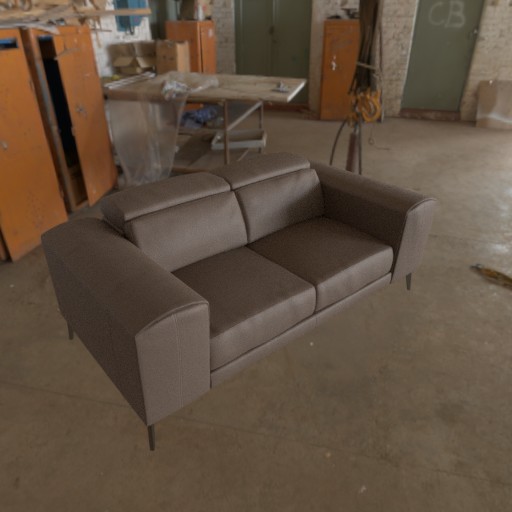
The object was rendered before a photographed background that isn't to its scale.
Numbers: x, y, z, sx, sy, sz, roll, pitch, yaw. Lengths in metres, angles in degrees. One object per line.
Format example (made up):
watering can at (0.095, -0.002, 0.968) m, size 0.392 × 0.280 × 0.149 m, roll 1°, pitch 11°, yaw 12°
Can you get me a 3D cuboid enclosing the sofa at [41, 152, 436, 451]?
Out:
sofa at (0.000, 0.000, 2.417) m, size 1.895 × 0.779 × 1.003 m, roll -22°, pitch 36°, yaw -34°
